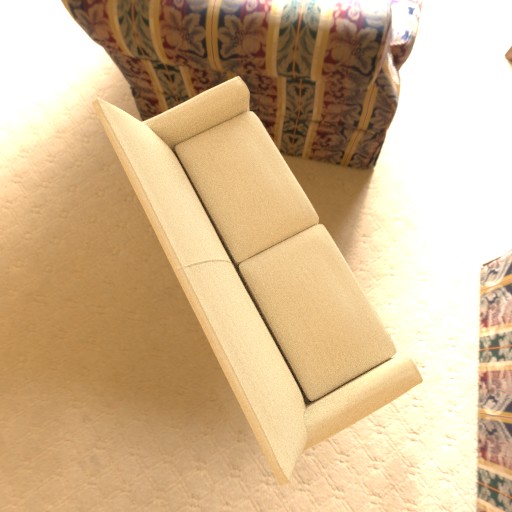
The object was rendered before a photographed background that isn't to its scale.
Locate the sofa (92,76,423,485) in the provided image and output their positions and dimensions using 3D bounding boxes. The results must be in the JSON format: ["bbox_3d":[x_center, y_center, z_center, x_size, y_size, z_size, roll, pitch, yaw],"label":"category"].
[{"bbox_3d":[0.000,0.000,2.469,0.841,0.907,2.001,-27,76,-7],"label":"sofa"}]
